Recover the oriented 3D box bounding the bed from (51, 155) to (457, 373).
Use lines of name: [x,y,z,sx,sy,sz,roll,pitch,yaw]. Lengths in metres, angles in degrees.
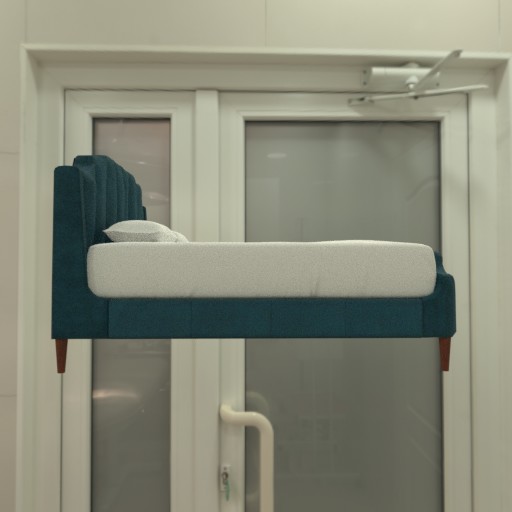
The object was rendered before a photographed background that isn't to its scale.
bed: [0.000,0.000,3.325,2.322,1.351,1.676,0,-1,-1]
